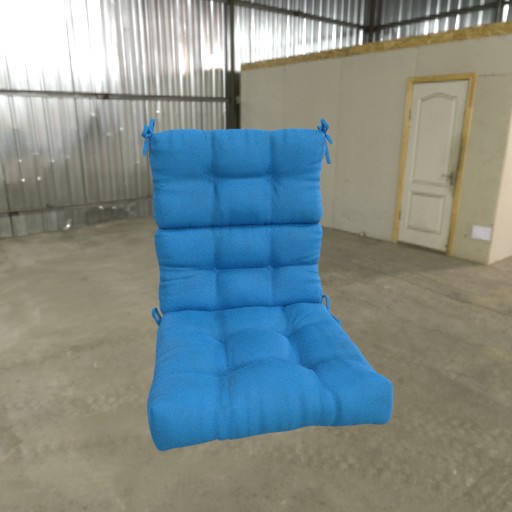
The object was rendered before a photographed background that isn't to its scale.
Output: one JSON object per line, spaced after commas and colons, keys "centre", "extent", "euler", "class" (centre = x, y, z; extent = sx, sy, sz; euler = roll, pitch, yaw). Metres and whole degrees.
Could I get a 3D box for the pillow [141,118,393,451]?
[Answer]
{"centre": [0.000, 0.000, 1.022], "extent": [0.519, 0.605, 0.571], "euler": [-3, 18, -9], "class": "pillow"}
